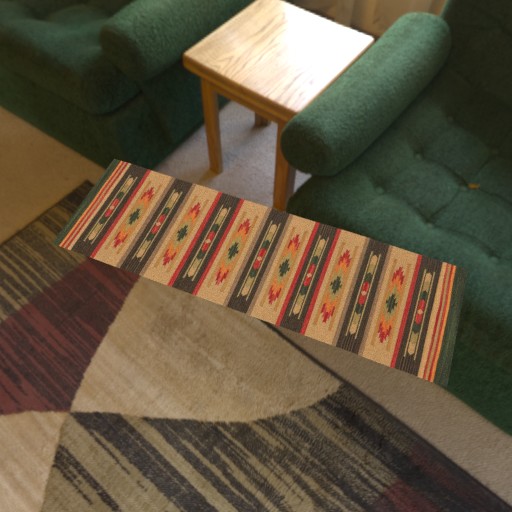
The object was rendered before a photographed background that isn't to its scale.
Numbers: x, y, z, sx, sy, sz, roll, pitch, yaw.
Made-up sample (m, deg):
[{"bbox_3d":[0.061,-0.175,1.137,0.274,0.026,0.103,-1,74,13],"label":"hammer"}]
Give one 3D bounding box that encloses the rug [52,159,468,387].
[{"bbox_3d":[0.000,0.000,2.715,2.440,0.009,0.760,19,61,11],"label":"rug"}]
